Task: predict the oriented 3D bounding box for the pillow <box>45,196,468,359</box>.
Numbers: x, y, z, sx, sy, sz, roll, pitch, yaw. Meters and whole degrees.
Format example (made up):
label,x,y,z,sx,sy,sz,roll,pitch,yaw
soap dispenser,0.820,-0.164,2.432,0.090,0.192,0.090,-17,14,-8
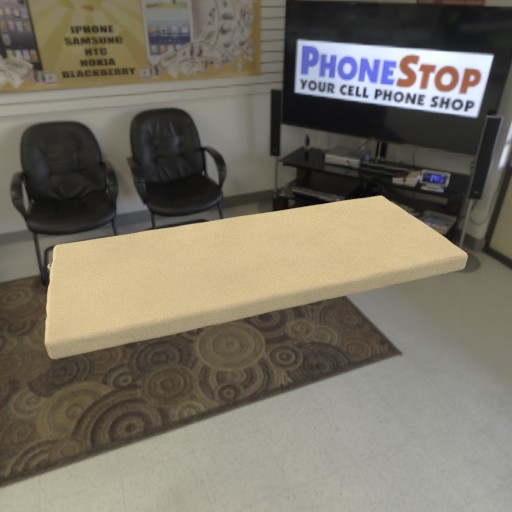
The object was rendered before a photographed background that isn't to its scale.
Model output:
label,x,y,z,sx,sy,sz,roll,pitch,yaw
pillow,0.000,0.000,1.330,1.187,0.081,0.492,-10,33,-16
